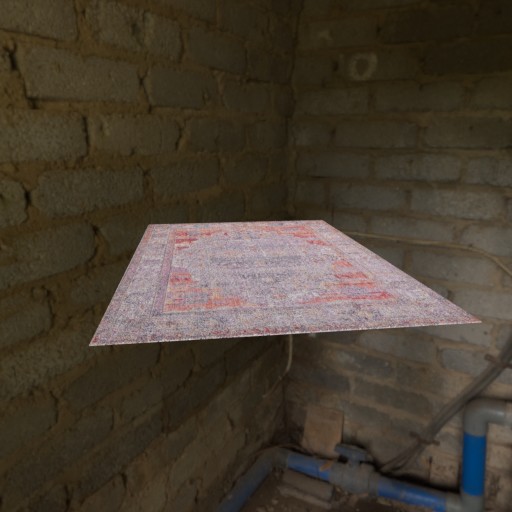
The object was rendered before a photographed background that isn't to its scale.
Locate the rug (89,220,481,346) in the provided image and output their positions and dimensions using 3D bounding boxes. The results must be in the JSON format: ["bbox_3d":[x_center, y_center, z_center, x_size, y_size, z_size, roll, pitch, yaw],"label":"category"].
[{"bbox_3d":[0.000,0.000,2.223,1.219,0.005,1.829,-2,15,-8],"label":"rug"}]
